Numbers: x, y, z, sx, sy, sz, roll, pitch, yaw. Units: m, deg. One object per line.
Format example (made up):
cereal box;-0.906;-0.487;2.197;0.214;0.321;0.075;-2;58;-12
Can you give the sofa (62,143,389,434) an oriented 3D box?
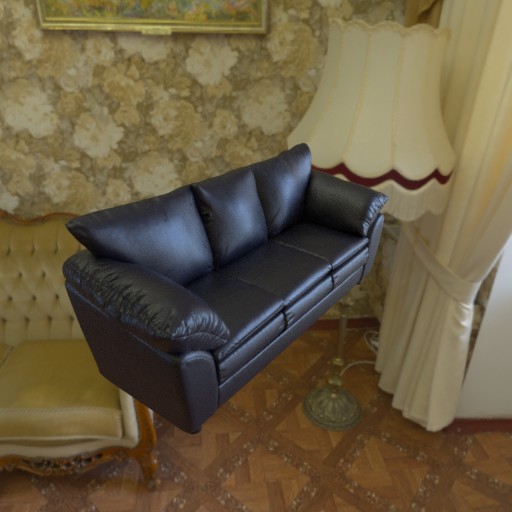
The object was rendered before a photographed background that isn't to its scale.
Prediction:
sofa;0.000;0.000;2.944;0.880;1.073;2.336;19;32;33
